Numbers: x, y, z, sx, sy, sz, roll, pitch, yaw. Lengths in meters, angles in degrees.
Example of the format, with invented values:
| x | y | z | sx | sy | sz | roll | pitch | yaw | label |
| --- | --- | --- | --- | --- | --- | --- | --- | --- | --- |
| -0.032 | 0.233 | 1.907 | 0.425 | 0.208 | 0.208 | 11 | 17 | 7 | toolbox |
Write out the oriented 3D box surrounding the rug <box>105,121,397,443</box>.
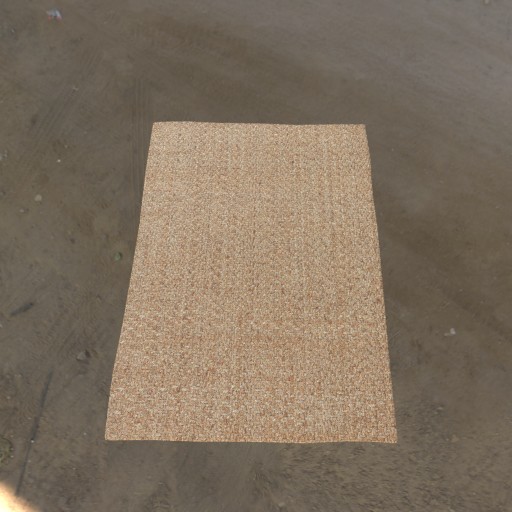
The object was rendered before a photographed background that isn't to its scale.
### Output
| x | y | z | sx | sy | sz | roll | pitch | yaw | label |
| --- | --- | --- | --- | --- | --- | --- | --- | --- | --- |
| 0.000 | 0.000 | 2.760 | 1.566 | 0.013 | 2.141 | 1 | 65 | 0 | rug |
